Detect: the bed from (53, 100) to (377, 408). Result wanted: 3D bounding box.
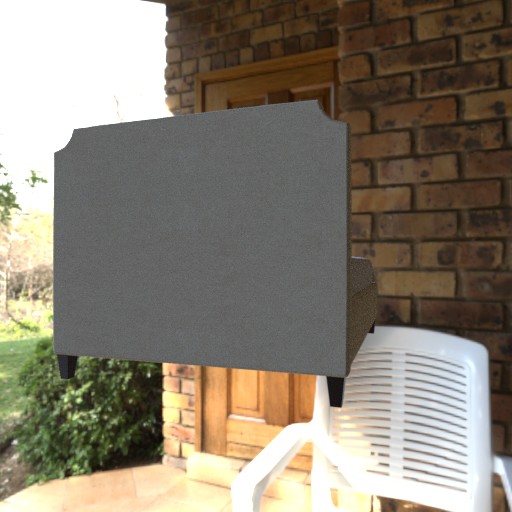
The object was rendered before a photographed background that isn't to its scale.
[{"bbox_3d":[0.000,0.000,3.441,1.713,1.457,2.381,0,-1,19],"label":"bed"}]
